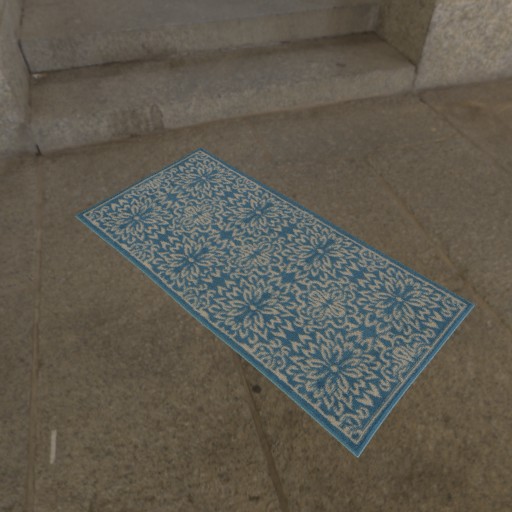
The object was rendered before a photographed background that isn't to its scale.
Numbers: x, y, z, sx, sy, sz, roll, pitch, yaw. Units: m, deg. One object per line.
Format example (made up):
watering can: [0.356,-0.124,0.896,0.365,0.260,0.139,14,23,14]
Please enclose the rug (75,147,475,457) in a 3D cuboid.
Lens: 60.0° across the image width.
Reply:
rug: [0.000,0.000,1.453,1.219,0.007,0.604,34,56,28]
